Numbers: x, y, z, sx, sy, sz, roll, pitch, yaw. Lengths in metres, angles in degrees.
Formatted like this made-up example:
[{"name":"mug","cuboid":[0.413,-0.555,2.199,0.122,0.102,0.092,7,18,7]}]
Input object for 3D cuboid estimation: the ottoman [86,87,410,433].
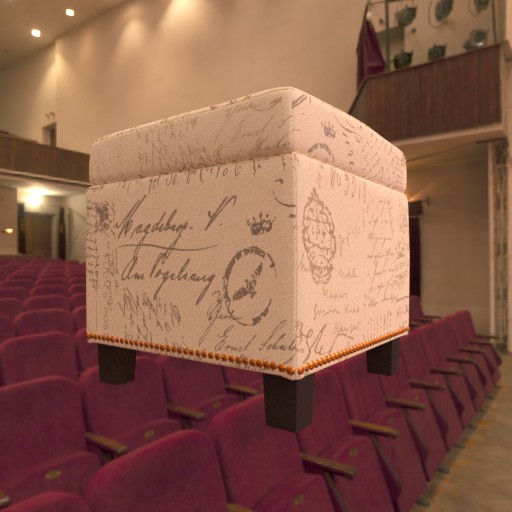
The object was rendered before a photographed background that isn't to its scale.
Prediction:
[{"name":"ottoman","cuboid":[0.000,0.000,0.841,0.450,0.457,0.449,-1,-1,36]}]
